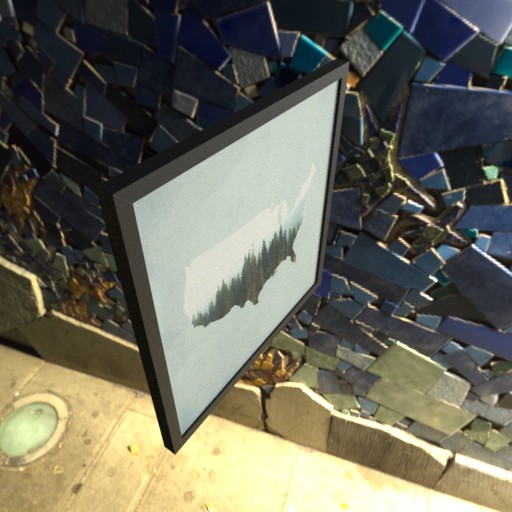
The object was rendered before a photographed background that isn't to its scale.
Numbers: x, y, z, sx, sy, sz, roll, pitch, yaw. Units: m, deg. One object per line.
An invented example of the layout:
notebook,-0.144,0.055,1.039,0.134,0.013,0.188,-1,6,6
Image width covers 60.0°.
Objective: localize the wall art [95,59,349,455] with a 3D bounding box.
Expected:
wall art,0.000,0.000,1.118,0.038,0.763,0.763,24,45,26
